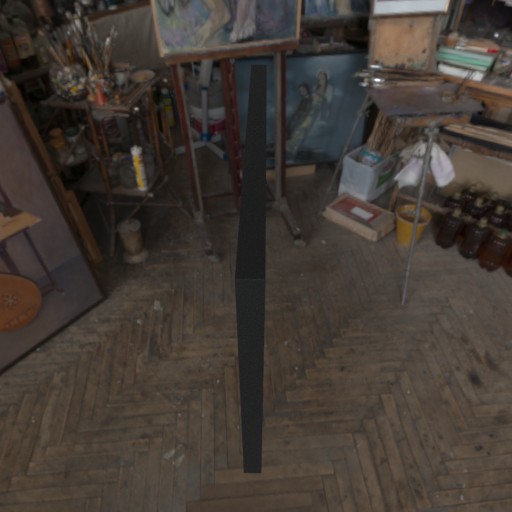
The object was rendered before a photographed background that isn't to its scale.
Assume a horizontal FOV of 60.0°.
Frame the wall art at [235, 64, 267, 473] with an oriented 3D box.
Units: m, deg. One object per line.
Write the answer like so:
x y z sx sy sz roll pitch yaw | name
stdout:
0.000 0.000 0.778 0.029 0.457 0.558 1 43 1 | wall art
